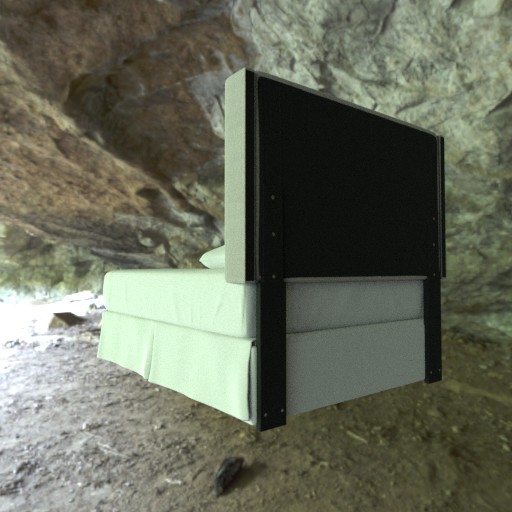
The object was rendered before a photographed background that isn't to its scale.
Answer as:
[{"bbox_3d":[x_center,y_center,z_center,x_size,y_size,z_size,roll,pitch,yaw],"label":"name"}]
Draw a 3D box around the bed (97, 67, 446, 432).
[{"bbox_3d":[0.000,0.000,3.305,1.719,1.665,2.066,1,-2,-38],"label":"bed"}]
